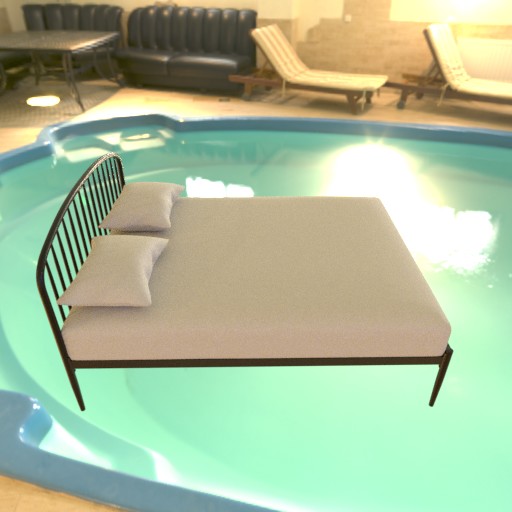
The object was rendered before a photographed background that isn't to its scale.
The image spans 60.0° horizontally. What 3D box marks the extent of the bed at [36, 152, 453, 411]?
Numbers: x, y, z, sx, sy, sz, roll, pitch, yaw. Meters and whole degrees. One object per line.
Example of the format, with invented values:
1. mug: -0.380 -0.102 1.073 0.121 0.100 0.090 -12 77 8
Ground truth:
1. bed: 0.000 0.000 3.029 2.159 1.166 1.618 0 34 -1
